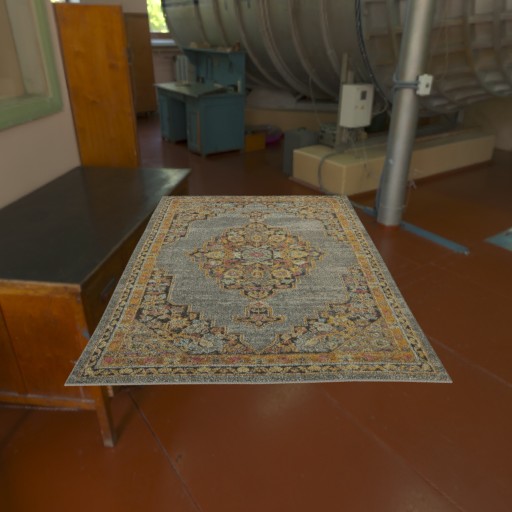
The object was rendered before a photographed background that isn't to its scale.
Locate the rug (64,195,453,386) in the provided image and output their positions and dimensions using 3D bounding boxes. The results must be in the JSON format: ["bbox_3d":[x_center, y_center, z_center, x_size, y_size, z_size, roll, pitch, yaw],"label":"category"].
[{"bbox_3d":[0.000,0.000,3.811,2.158,0.024,3.063,0,27,-1],"label":"rug"}]
